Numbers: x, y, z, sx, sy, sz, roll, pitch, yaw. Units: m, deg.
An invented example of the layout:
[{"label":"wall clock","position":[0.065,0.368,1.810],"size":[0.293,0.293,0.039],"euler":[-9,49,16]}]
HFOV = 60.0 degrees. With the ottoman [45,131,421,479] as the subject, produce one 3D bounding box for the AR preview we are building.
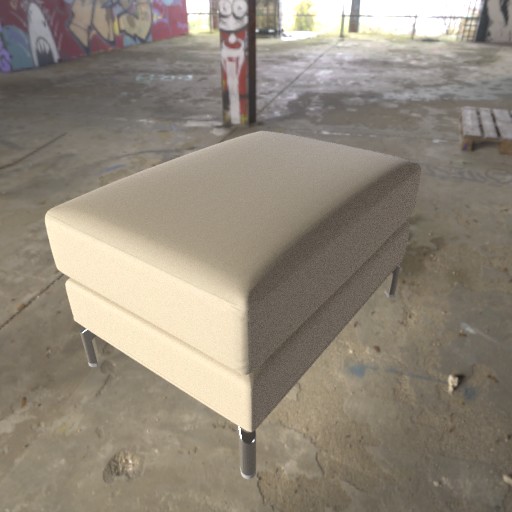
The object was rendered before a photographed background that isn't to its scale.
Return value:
[{"label":"ottoman","position":[0.000,0.000,1.212],"size":[0.581,0.497,0.835],"euler":[21,37,30]}]
